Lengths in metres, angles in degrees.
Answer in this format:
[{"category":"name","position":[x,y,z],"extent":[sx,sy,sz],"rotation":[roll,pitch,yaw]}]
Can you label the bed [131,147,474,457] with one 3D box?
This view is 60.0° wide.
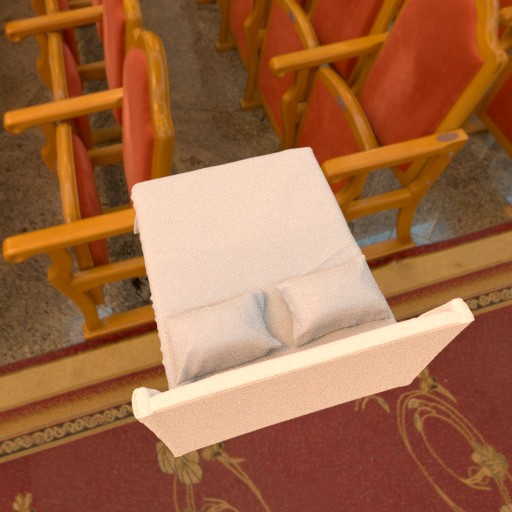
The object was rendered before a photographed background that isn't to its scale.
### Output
[{"category":"bed","position":[0.000,0.000,3.441],"extent":[1.925,1.332,2.276],"rotation":[-14,59,-8]}]
